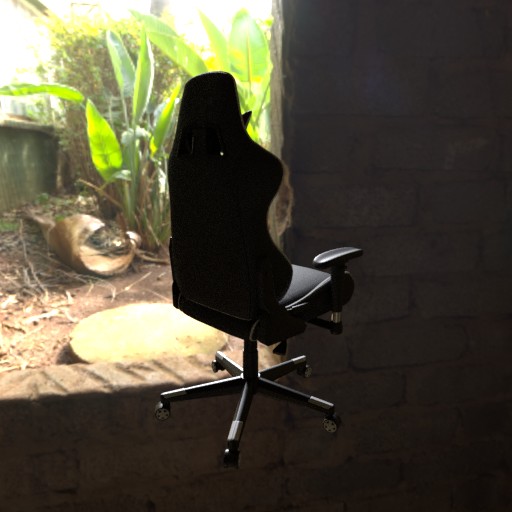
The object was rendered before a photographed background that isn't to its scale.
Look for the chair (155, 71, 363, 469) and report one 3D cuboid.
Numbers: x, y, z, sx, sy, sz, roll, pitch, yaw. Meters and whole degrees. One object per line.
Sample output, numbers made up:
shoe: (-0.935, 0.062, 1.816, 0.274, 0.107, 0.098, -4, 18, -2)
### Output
chair: (0.000, 0.000, 1.654, 0.700, 1.240, 0.700, 13, 19, 42)
